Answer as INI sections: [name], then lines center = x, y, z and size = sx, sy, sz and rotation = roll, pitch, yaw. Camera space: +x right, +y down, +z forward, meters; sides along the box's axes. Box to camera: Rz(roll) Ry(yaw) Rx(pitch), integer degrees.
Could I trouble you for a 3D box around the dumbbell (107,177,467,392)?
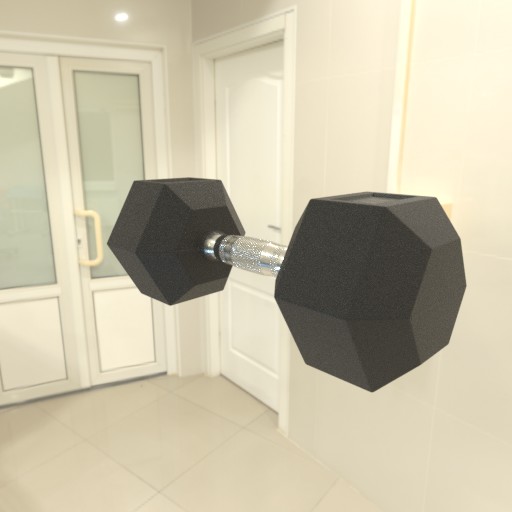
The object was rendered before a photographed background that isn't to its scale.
[dumbbell]
center = 0.000, 0.000, 0.400
size = 0.142, 0.123, 0.337
rotation = -14, 19, -43
